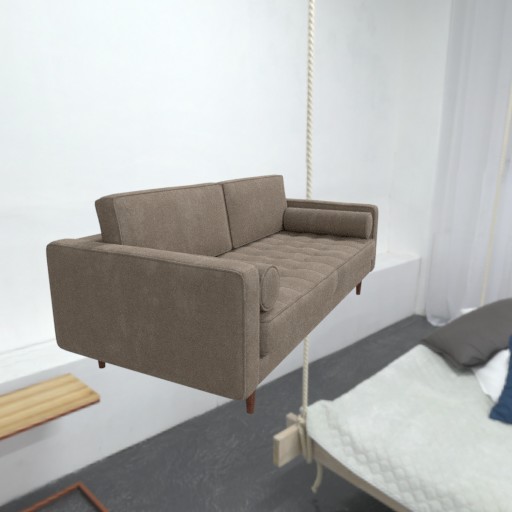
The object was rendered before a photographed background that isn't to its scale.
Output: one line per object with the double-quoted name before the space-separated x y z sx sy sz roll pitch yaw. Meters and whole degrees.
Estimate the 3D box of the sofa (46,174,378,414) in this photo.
"sofa" 0.000 0.000 2.358 0.920 0.769 1.883 7 15 27
